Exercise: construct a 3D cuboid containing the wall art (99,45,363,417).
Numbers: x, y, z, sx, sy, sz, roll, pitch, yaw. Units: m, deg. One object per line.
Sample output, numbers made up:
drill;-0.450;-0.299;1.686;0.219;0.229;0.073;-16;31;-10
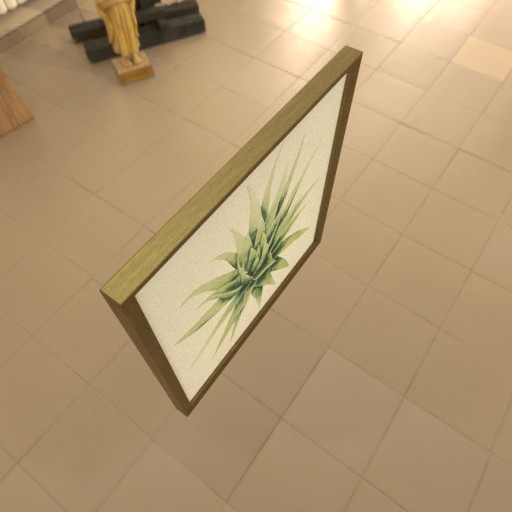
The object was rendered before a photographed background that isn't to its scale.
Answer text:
wall art;0.000;0.000;0.762;0.030;0.506;0.503;31;63;18
